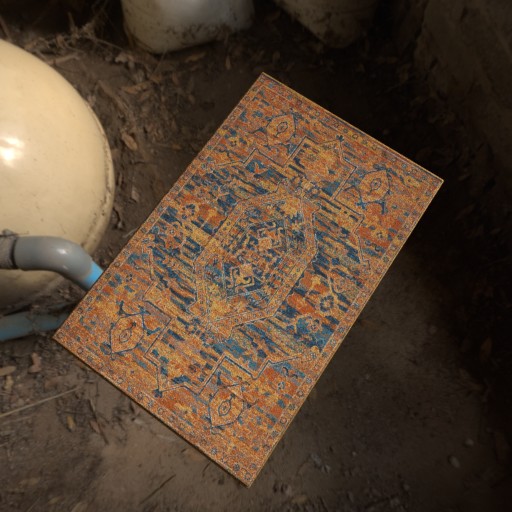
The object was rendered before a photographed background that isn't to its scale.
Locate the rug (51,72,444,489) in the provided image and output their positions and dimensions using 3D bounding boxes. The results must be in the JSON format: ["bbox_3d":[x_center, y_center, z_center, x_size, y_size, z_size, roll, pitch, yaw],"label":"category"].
[{"bbox_3d":[0.000,0.000,1.070,0.557,0.008,0.863,34,78,8],"label":"rug"}]
